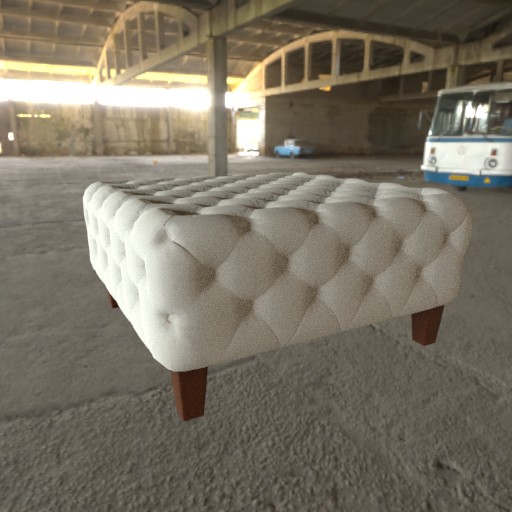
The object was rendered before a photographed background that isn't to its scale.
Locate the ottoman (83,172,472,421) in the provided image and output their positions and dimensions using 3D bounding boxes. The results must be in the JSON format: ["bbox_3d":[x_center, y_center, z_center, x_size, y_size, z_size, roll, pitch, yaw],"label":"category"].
[{"bbox_3d":[0.000,0.000,1.174,0.755,0.376,0.753,-8,17,-28],"label":"ottoman"}]
